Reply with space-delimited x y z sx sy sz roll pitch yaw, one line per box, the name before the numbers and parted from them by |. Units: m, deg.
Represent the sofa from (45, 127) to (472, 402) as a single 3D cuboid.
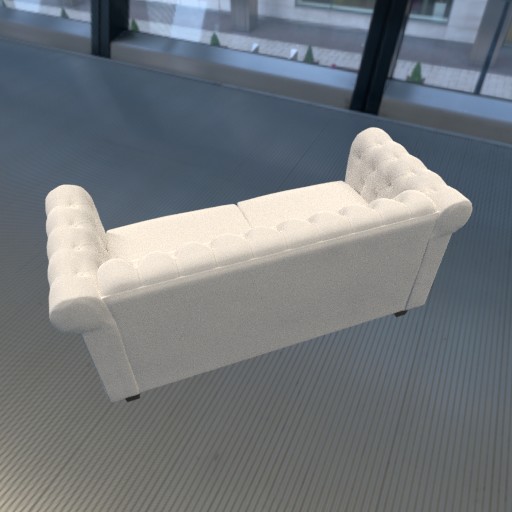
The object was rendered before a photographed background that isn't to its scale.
sofa | 0.000 0.000 2.227 1.798 0.796 0.771 -14 45 -15
